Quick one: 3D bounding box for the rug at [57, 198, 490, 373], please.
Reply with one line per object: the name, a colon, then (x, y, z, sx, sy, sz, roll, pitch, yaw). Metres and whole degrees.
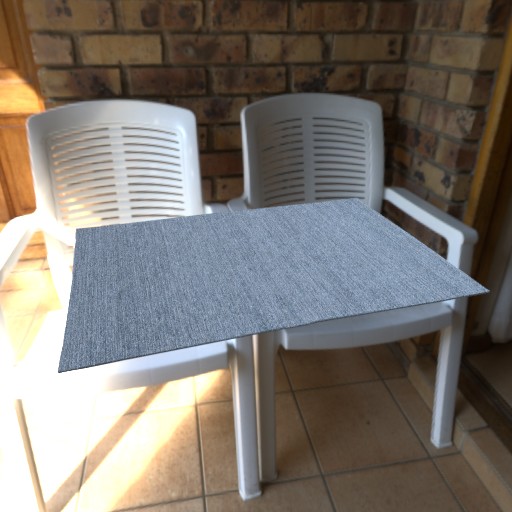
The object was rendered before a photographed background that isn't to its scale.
rug: (0.000, 0.000, 2.928, 2.338, 0.030, 1.616, -8, 29, -15)
